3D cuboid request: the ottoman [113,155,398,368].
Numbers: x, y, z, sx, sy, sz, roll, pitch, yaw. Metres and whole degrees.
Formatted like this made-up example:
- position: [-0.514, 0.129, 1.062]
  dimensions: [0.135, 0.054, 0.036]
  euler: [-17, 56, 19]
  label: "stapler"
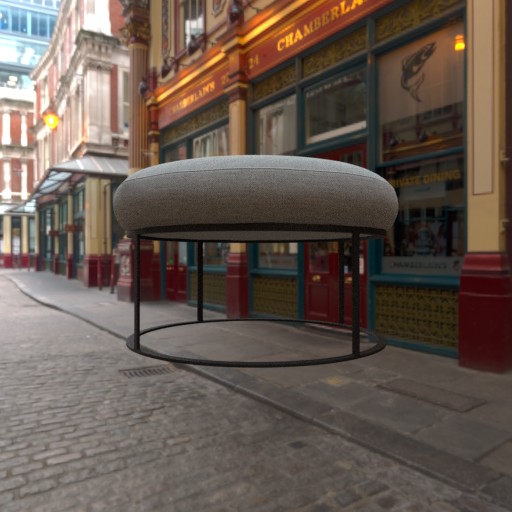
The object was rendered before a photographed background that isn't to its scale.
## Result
- position: [0.000, 0.000, 1.253]
  dimensions: [0.769, 0.459, 0.769]
  euler: [0, 0, 0]
  label: "ottoman"
